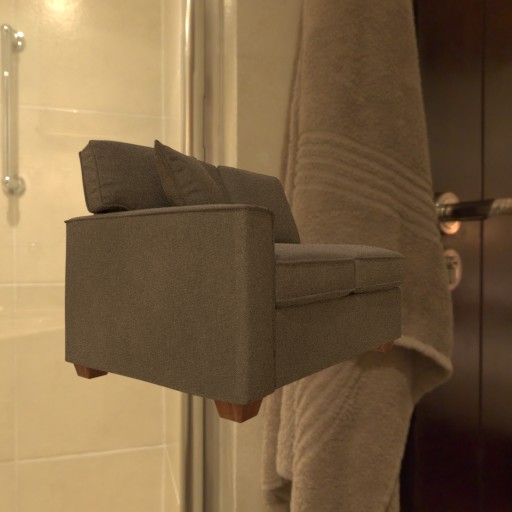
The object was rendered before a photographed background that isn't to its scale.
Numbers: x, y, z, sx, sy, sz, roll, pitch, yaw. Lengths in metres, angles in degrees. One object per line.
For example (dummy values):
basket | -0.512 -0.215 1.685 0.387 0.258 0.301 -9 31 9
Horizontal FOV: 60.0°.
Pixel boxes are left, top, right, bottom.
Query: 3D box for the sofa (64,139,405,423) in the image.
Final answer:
sofa | 0.000 0.000 2.092 0.991 0.989 1.388 0 0 37
